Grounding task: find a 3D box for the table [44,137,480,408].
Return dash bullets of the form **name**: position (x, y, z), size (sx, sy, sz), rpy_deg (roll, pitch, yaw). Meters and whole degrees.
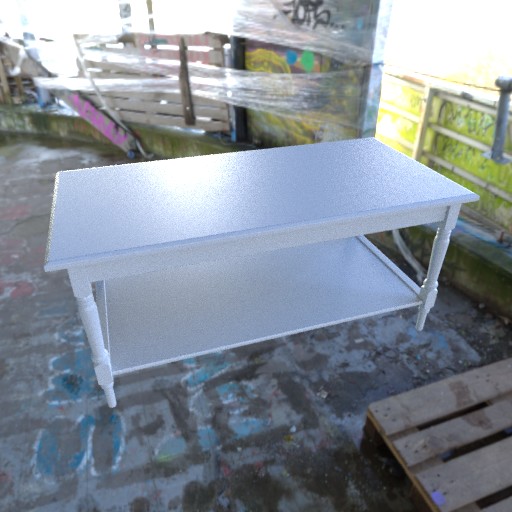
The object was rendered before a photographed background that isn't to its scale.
- **table**: position (0.000, 0.000, 1.418), size (1.109, 0.506, 0.551), rpy_deg (-10, 34, -15)
